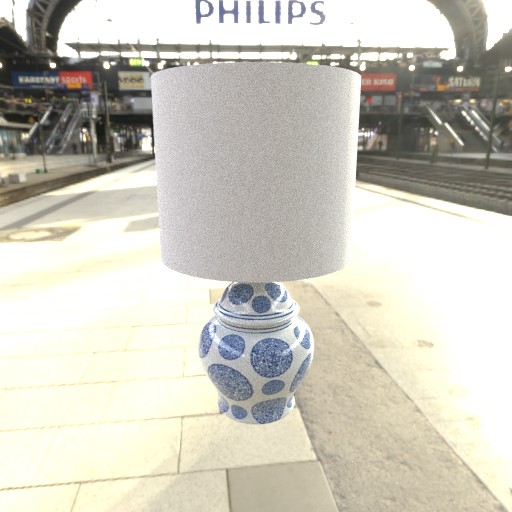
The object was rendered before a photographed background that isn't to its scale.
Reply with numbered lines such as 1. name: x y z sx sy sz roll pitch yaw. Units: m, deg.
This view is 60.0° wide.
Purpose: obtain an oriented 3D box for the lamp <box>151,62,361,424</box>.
1. lamp: 0.000 0.000 0.511 0.215 0.381 0.215 -2 15 -9
